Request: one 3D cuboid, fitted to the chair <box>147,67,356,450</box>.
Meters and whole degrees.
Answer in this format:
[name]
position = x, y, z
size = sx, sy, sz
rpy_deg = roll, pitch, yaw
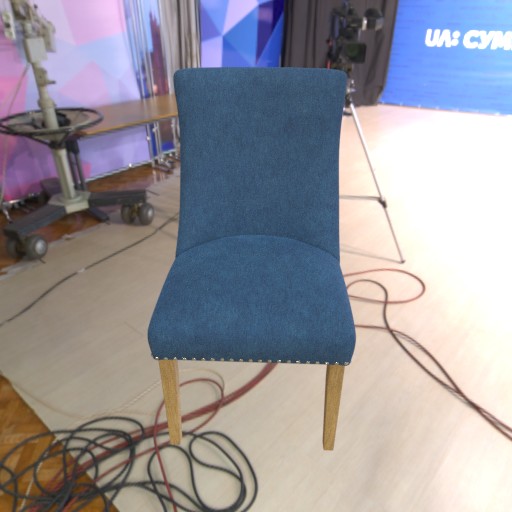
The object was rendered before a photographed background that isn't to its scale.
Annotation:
[chair]
position = 0.000, 0.000, 1.240
size = 0.495, 0.902, 0.610
rpy_deg = 1, 32, 2
